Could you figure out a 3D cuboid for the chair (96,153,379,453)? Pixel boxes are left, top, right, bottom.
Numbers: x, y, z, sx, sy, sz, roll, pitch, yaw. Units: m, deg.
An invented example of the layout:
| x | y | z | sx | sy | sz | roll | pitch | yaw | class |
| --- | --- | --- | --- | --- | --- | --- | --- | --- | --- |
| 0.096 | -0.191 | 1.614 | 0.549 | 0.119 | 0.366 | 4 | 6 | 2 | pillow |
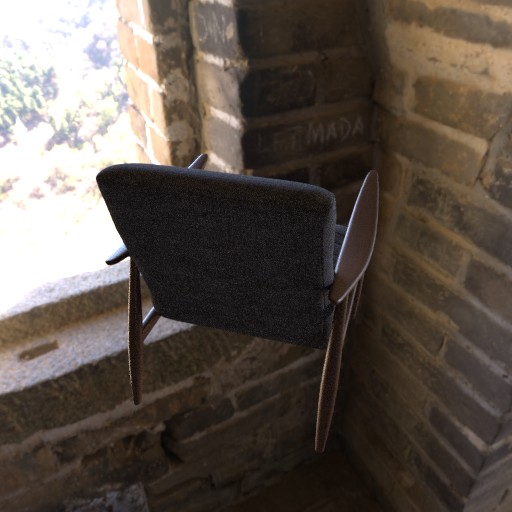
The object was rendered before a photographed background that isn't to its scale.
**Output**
| x | y | z | sx | sy | sz | roll | pitch | yaw | class |
| --- | --- | --- | --- | --- | --- | --- | --- | --- | --- |
| 0.000 | 0.000 | 1.473 | 0.741 | 0.832 | 0.798 | 9 | 33 | 14 | chair |
